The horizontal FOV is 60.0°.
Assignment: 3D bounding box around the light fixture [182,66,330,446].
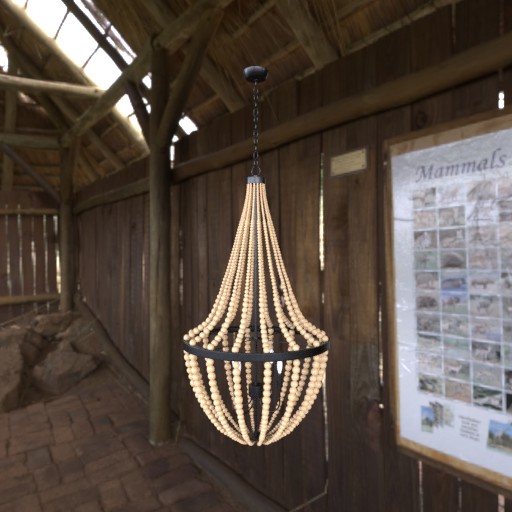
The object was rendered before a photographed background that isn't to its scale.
[{"bbox_3d":[0.000,0.000,1.363,0.450,1.133,0.450,0,0,0],"label":"light fixture"}]
